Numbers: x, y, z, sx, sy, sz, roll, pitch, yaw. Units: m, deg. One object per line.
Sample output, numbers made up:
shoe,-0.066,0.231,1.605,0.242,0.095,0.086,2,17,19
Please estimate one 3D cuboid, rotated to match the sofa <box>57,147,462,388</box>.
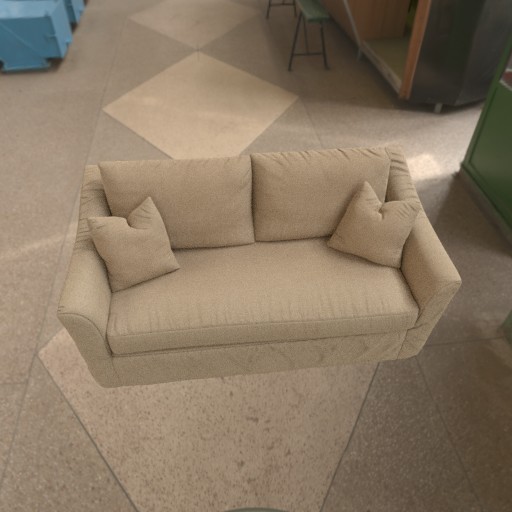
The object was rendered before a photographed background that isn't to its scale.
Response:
sofa,0.000,0.000,2.648,2.010,1.018,1.072,-4,45,-4
